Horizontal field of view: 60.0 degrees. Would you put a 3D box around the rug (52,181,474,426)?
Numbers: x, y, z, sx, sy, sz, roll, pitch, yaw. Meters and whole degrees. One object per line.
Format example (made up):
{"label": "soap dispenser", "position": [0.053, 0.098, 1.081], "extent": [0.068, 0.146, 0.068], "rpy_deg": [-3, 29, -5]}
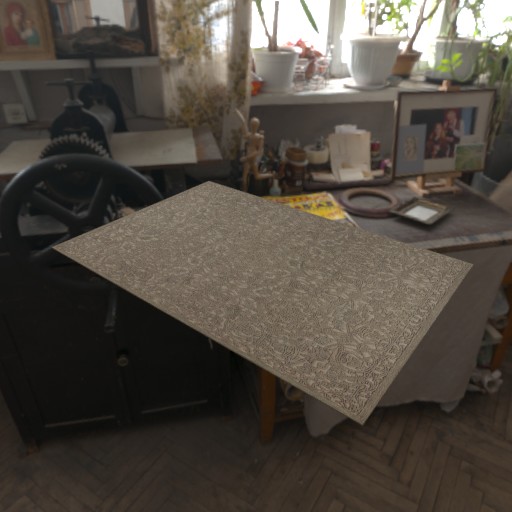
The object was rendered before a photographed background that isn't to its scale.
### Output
{"label": "rug", "position": [0.000, 0.000, 2.305], "extent": [1.827, 0.006, 1.221], "rpy_deg": [22, 37, 32]}
